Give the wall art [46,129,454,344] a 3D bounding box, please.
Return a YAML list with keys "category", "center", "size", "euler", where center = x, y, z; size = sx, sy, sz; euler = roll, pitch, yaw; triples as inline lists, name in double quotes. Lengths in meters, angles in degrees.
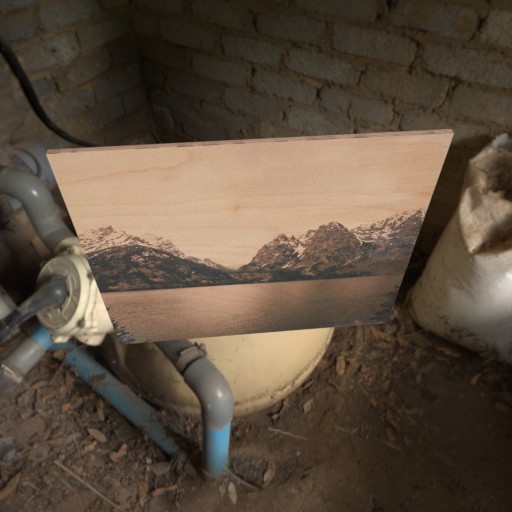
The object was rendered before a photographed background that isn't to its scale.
- category: "wall art"
  center: [0.000, 0.000, 0.698]
  size: [0.508, 0.408, 0.010]
  euler: [-4, 46, -4]
